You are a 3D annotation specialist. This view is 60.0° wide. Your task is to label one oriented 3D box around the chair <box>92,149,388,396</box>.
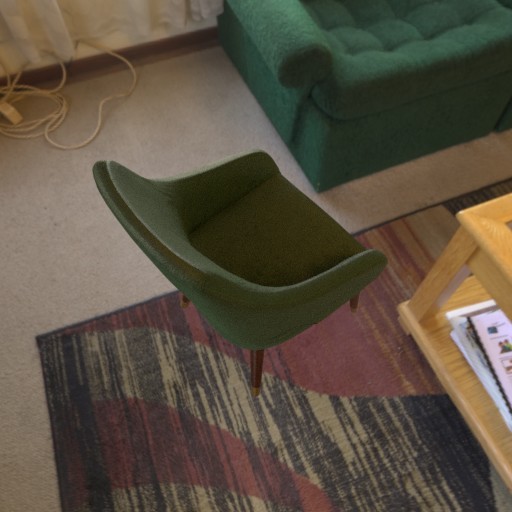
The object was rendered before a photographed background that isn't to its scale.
[{"bbox_3d":[0.000,0.000,1.615,0.794,1.081,0.683,-35,64,-20],"label":"chair"}]
